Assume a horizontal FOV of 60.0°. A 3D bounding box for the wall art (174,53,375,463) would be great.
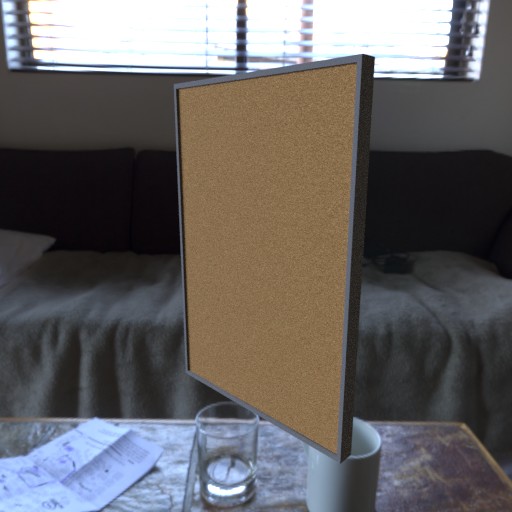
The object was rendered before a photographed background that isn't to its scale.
[{"bbox_3d":[0.000,0.000,0.975,0.511,0.753,0.039,14,19,43],"label":"wall art"}]
